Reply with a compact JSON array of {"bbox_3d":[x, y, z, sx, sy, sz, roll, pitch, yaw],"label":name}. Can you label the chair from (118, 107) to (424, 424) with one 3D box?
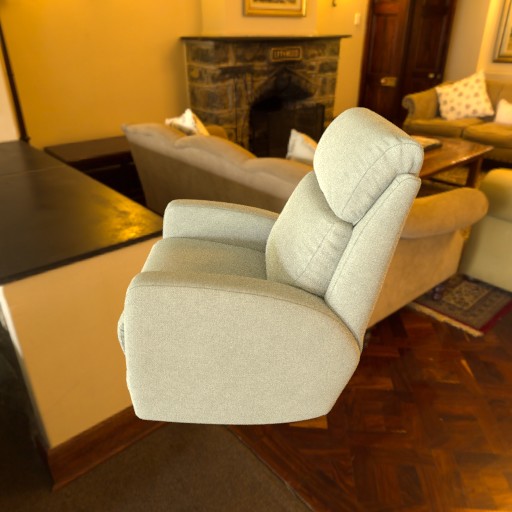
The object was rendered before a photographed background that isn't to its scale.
[{"bbox_3d":[0.000,0.000,1.670,0.941,1.015,0.812,0,27,0],"label":"chair"}]
